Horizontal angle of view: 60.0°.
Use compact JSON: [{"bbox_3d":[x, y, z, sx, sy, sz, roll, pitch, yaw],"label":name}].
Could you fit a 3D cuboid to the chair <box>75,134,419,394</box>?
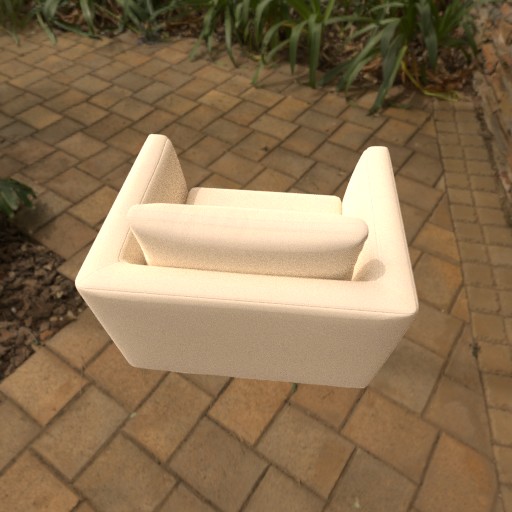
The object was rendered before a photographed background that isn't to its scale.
[{"bbox_3d":[0.000,0.000,1.768,1.041,0.865,0.889,4,46,4],"label":"chair"}]
